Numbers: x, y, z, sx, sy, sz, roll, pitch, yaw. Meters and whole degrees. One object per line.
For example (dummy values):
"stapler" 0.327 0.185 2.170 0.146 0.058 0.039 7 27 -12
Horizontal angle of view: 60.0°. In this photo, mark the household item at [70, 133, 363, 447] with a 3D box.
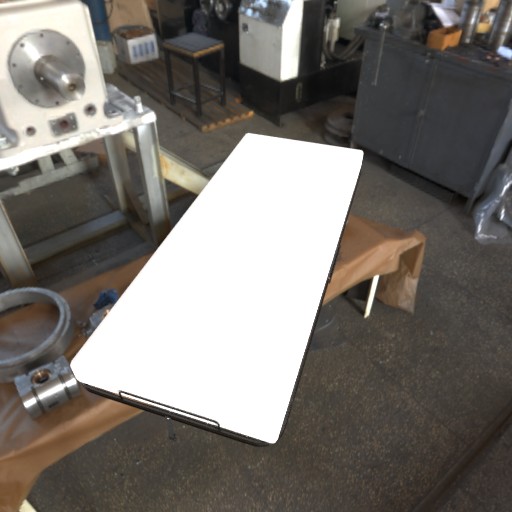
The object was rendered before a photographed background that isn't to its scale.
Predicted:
"household item" 0.000 0.000 2.206 0.787 0.356 1.905 12 43 14
